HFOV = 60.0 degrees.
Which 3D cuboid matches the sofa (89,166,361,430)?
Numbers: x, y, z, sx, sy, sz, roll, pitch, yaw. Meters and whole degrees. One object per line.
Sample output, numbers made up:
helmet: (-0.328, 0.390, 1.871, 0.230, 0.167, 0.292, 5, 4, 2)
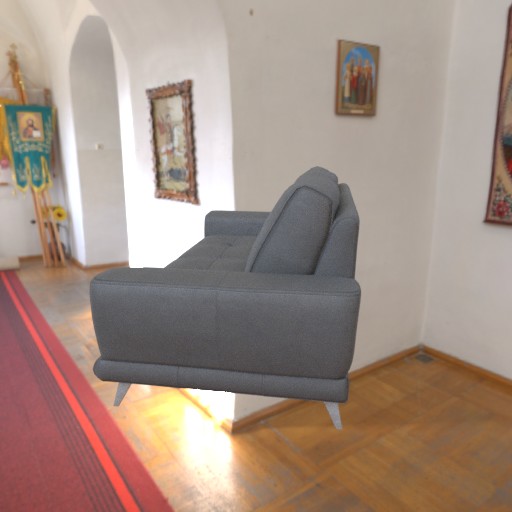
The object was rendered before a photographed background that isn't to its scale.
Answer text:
sofa: (0.000, 0.000, 2.423, 1.018, 0.907, 1.806, 2, 15, 9)
